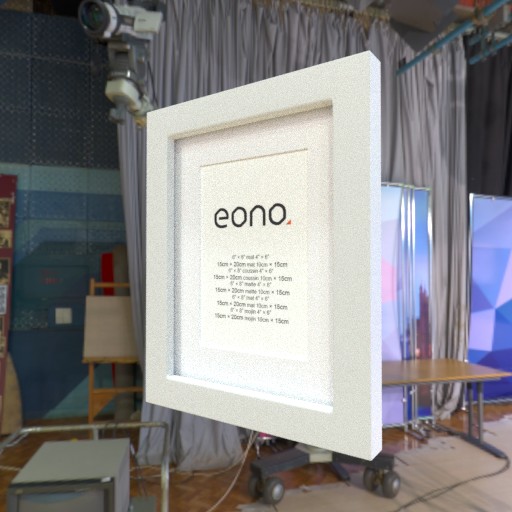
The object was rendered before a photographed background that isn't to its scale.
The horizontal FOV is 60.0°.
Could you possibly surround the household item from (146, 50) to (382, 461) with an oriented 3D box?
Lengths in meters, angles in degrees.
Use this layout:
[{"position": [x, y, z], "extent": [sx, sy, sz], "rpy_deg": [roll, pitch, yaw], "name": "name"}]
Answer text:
[{"position": [0.000, 0.000, 0.344], "extent": [0.200, 0.250, 0.045], "rpy_deg": [-1, -1, 35], "name": "household item"}]
